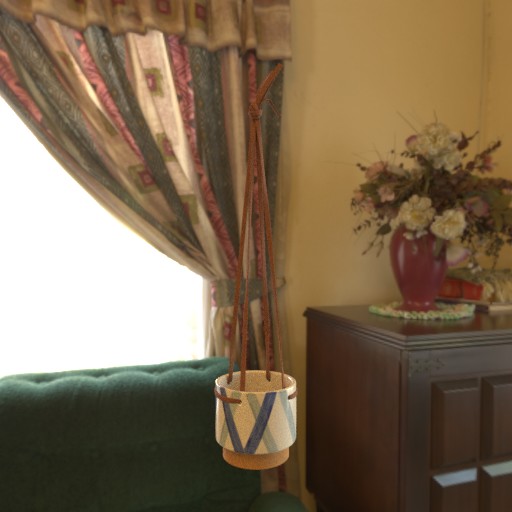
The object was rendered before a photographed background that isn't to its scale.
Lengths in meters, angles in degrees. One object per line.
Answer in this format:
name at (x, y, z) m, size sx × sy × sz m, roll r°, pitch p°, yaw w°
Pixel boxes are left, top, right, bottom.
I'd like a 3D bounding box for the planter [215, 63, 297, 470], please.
planter at (0.000, 0.000, 0.843) m, size 0.157 × 0.753 × 0.153 m, roll 0°, pitch 0°, yaw -35°
